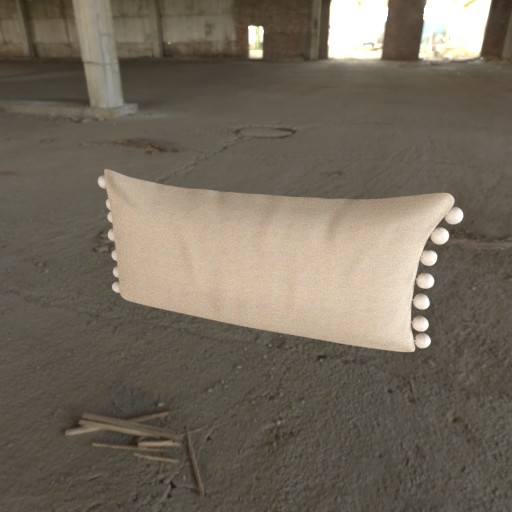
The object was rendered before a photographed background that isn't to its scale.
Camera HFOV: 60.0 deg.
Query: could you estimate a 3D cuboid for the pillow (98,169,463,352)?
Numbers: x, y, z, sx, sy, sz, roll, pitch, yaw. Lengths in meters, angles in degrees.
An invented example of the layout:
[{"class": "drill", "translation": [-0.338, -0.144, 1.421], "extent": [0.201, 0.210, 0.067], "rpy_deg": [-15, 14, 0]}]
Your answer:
[{"class": "pillow", "translation": [0.000, 0.000, 0.870], "extent": [0.709, 0.322, 0.201], "rpy_deg": [8, 28, 16]}]
